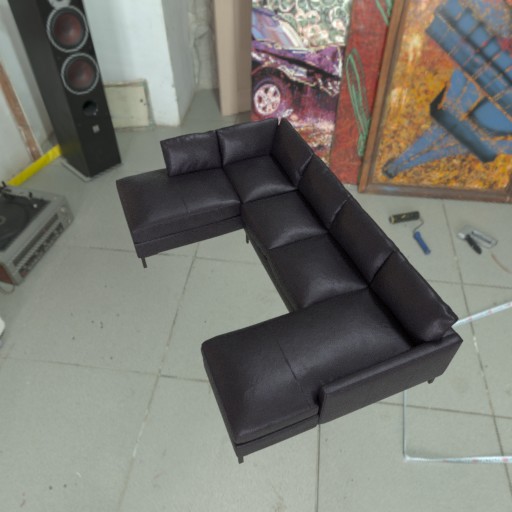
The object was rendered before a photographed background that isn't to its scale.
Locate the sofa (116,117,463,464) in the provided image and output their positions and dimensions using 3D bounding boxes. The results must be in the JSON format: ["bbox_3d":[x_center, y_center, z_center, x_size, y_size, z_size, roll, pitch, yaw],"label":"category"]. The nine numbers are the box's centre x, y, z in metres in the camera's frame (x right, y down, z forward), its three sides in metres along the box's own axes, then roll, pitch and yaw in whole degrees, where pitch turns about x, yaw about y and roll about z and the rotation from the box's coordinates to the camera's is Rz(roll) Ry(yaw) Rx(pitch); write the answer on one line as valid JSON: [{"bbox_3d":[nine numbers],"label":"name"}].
[{"bbox_3d":[0.000,0.000,3.893,1.939,0.900,2.956,-16,49,-15],"label":"sofa"}]
